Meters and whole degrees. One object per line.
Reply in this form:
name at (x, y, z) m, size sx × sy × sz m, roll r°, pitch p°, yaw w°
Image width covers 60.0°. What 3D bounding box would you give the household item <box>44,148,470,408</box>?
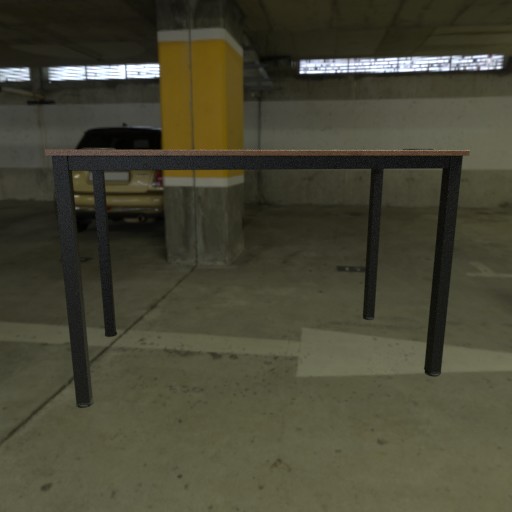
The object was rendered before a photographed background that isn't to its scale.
household item at (0.000, 0.000, 1.602) m, size 1.200 × 0.750 × 0.600 m, roll -2°, pitch 13°, yaw -9°
